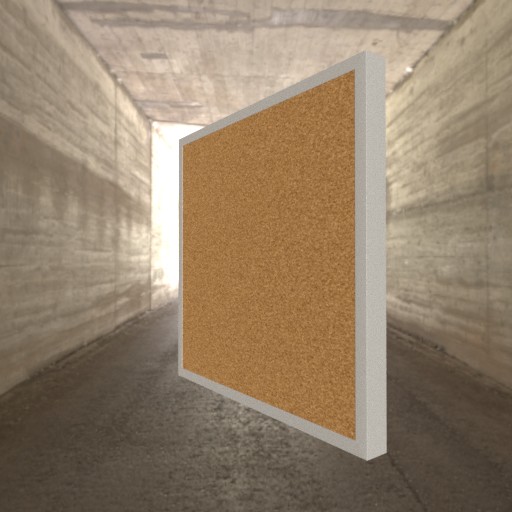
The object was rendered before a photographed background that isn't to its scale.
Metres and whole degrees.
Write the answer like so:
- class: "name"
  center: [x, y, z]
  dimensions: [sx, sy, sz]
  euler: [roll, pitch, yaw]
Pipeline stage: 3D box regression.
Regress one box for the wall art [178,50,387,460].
- class: "wall art"
  center: [0.000, 0.000, 0.759]
  dimensions: [0.038, 0.505, 0.506]
  euler: [0, -1, -37]
